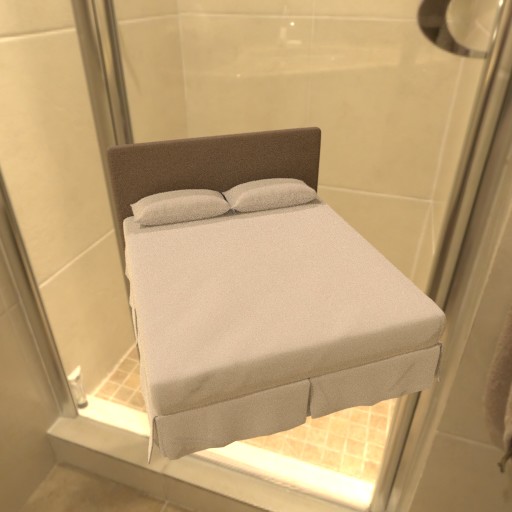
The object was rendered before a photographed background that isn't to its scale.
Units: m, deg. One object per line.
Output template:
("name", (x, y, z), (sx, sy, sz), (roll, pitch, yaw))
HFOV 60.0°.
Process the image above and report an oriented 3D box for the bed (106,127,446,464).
("bed", (0.000, 0.000, 3.553), (2.119, 1.317, 2.341), (-10, 33, -15))
